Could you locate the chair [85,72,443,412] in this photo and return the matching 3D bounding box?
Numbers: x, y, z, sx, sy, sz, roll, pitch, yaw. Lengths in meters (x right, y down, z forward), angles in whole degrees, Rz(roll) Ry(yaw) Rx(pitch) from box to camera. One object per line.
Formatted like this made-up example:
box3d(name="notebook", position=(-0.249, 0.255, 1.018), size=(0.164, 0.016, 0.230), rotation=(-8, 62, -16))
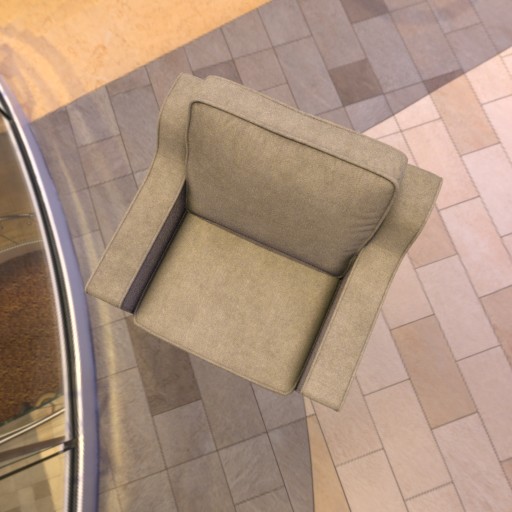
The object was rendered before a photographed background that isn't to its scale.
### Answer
box3d(name="chair", position=(0.000, 0.000, 1.628), size=(0.926, 0.944, 0.840), rotation=(24, 77, 6))
